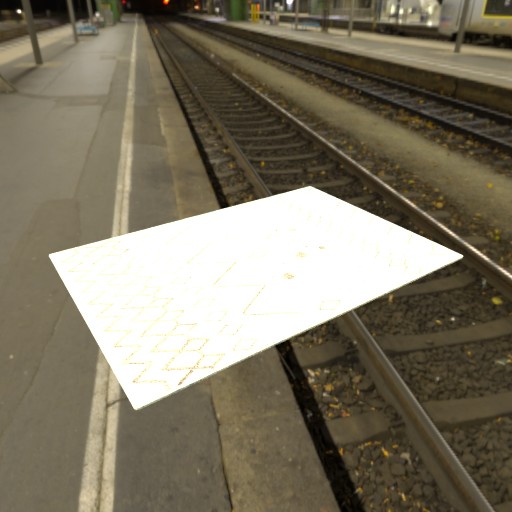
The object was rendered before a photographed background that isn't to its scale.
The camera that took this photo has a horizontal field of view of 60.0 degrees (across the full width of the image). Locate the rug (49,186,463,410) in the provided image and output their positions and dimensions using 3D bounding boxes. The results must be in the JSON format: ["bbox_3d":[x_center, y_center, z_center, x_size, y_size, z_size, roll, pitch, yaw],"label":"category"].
[{"bbox_3d":[0.000,0.000,2.359,1.820,0.009,1.260,-19,34,-29],"label":"rug"}]
